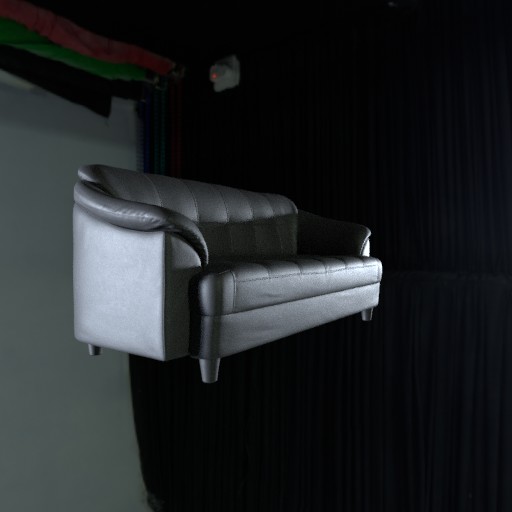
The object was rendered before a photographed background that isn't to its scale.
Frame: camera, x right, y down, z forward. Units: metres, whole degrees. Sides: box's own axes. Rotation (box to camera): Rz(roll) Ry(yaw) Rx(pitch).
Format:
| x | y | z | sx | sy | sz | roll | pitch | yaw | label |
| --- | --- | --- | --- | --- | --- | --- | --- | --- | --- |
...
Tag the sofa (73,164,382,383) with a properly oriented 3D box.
| x | y | z | sx | sy | sz | roll | pitch | yaw | label |
| --- | --- | --- | --- | --- | --- | --- | --- | --- | --- |
| 0.000 | 0.000 | 2.284 | 0.800 | 0.811 | 1.829 | 1 | 2 | 35 | sofa |
